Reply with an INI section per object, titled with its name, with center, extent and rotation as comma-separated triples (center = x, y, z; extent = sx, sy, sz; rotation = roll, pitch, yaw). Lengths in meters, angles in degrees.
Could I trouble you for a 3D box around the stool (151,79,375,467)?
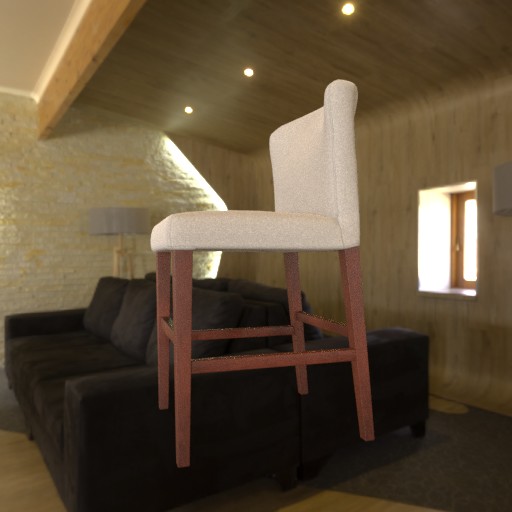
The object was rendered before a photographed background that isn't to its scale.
[stool]
center = 0.000, 0.000, 1.296
extent = 0.568, 0.968, 0.479
rotation = 0, 0, -18
